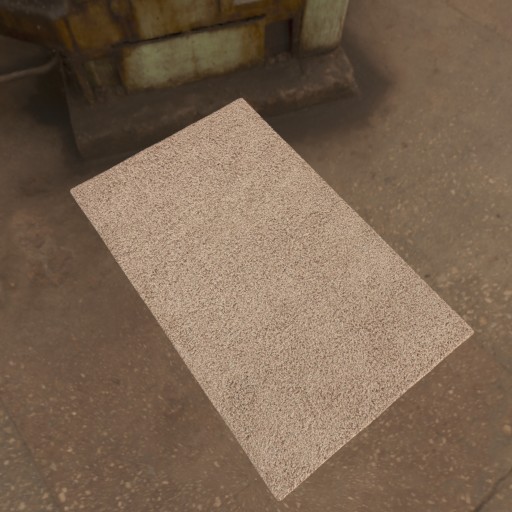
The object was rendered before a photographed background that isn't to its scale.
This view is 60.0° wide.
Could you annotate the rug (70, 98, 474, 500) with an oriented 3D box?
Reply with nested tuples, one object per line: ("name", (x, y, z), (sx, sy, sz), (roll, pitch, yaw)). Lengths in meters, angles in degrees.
("rug", (0.000, 0.000, 2.944), (1.524, 0.030, 2.438), (-34, 68, -16))
